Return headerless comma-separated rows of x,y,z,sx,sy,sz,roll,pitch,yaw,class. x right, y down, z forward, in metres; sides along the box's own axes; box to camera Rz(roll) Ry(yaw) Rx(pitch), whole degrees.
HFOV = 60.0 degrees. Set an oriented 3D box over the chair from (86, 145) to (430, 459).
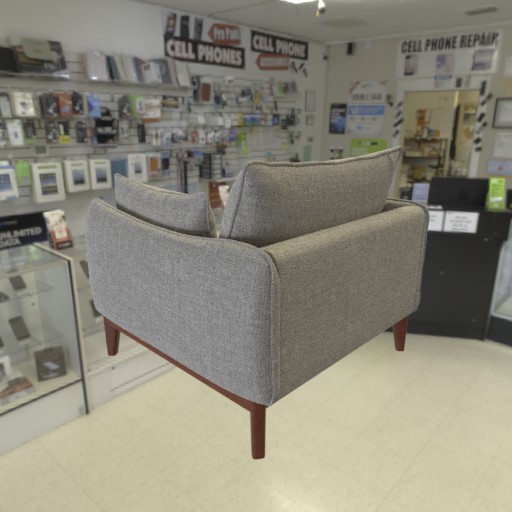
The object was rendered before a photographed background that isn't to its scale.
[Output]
0.000,0.000,1.736,0.976,0.839,0.993,16,23,42,chair
